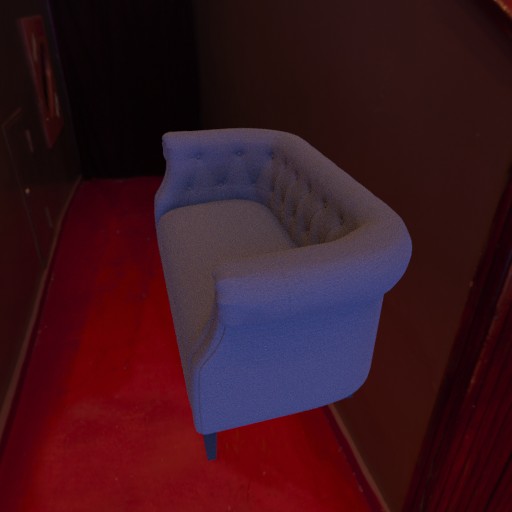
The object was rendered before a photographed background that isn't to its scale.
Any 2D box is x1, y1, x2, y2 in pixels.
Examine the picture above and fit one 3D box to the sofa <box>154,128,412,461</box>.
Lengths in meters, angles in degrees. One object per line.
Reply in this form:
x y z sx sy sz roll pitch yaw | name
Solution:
0.000 0.000 2.060 0.835 0.827 1.558 -8 32 -14 | sofa
